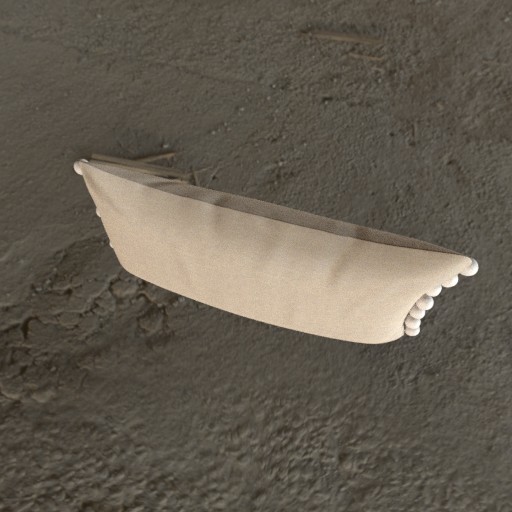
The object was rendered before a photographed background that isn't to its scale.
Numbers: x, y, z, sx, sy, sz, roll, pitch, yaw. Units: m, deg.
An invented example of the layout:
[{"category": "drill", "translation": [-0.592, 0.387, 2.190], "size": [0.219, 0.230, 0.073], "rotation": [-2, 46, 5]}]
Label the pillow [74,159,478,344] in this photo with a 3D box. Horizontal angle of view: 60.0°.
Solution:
[{"category": "pillow", "translation": [0.000, 0.000, 0.836], "size": [0.709, 0.322, 0.201], "rotation": [16, 60, 9]}]
